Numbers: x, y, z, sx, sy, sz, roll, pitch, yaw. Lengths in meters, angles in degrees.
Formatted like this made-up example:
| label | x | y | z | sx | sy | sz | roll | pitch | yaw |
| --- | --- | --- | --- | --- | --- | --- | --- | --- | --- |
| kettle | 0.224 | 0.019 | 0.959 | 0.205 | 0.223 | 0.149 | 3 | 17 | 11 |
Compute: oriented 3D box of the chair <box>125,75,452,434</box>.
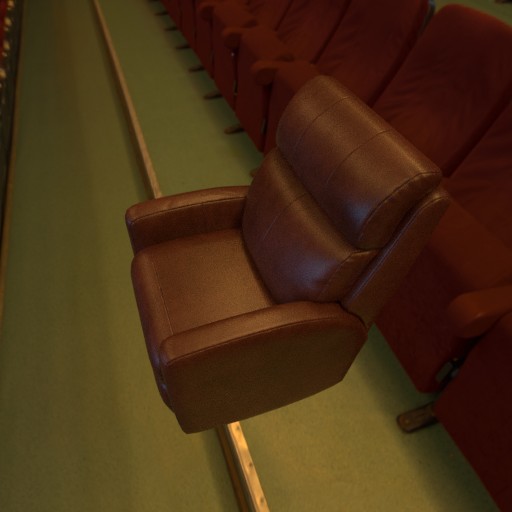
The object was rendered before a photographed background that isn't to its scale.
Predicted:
| label | x | y | z | sx | sy | sz | roll | pitch | yaw |
| --- | --- | --- | --- | --- | --- | --- | --- | --- | --- |
| chair | 0.000 | 0.000 | 1.658 | 0.939 | 1.016 | 0.787 | -15 | 47 | -14 |
